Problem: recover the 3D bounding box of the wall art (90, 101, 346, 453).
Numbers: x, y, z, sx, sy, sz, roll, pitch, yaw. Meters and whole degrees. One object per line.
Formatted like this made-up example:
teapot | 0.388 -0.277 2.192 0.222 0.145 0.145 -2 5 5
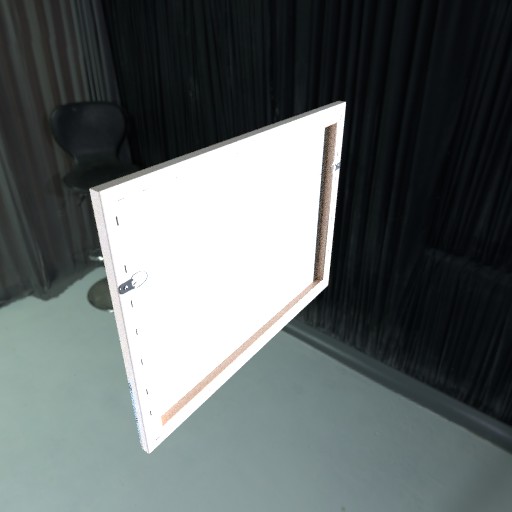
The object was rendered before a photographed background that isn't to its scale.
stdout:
wall art | 0.000 0.000 1.646 0.042 0.912 1.219 20 36 31
